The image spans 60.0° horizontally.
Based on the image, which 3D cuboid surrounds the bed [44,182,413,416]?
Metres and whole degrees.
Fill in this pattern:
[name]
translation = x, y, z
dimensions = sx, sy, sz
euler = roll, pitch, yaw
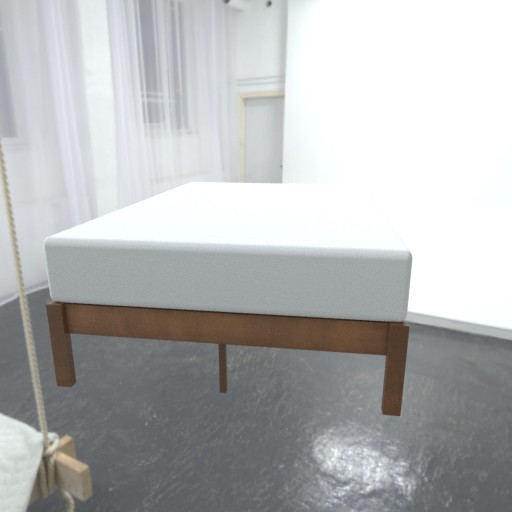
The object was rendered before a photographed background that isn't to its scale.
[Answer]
[bed]
translation = 0.000, 0.000, 2.539
dimensions = 1.348, 0.616, 1.927
euler = 2, 16, 8
